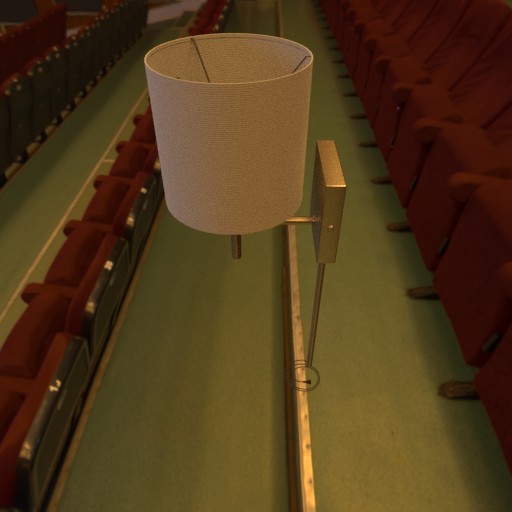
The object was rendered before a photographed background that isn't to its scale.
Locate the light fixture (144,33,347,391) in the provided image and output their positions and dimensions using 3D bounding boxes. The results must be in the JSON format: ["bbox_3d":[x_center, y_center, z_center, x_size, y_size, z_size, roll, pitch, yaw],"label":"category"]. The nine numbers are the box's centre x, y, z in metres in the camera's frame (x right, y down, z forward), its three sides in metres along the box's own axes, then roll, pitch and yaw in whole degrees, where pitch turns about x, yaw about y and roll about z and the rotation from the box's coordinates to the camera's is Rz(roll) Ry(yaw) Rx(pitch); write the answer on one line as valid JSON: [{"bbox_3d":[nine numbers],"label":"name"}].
[{"bbox_3d":[0.000,0.000,0.687,0.248,0.589,0.188,1,40,1],"label":"light fixture"}]
